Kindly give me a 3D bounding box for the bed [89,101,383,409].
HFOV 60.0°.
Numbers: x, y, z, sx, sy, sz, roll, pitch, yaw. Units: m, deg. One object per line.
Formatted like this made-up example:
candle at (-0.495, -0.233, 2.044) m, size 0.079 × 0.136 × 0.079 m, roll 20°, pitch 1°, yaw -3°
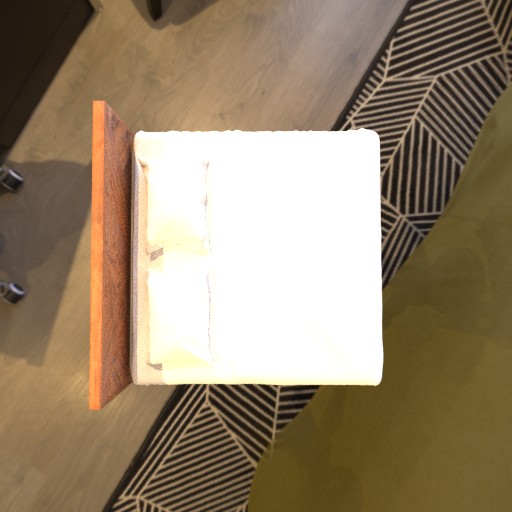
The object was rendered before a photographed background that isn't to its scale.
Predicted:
bed at (0.000, 0.000, 3.446) m, size 2.165 × 1.158 × 2.255 m, roll 0°, pitch 88°, yaw 1°
